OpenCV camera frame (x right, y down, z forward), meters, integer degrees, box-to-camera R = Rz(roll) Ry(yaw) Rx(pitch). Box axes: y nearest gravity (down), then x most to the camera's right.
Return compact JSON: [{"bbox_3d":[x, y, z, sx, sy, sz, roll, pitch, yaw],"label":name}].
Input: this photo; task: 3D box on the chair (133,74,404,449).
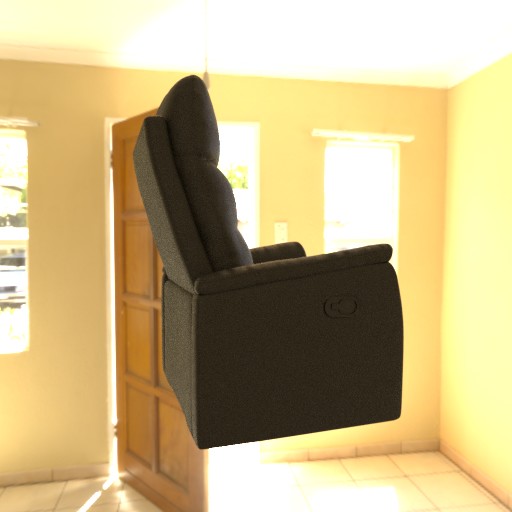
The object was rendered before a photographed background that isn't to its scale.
[{"bbox_3d":[0.000,0.000,1.621,0.831,1.082,0.775,-1,3,-19],"label":"chair"}]
